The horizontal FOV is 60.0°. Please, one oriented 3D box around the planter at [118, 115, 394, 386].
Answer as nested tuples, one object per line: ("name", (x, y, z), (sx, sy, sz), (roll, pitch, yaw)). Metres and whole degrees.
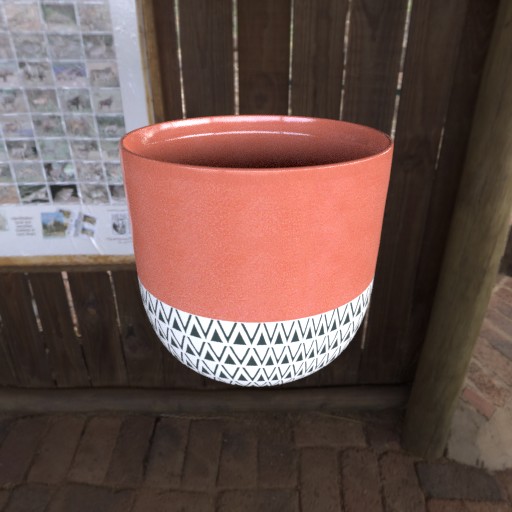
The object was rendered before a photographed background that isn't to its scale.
("planter", (0.000, 0.000, 0.502), (0.266, 0.270, 0.266), (0, 26, 0))
